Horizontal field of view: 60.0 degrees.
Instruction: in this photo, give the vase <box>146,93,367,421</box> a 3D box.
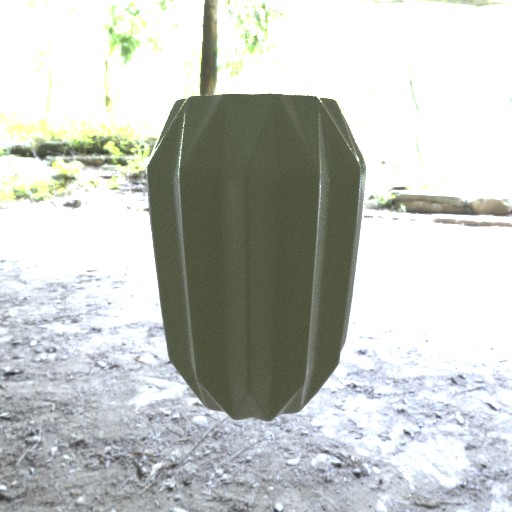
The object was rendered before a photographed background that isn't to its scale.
[{"bbox_3d":[0.000,0.000,0.413,0.195,0.275,0.195,0,15,0],"label":"vase"}]
